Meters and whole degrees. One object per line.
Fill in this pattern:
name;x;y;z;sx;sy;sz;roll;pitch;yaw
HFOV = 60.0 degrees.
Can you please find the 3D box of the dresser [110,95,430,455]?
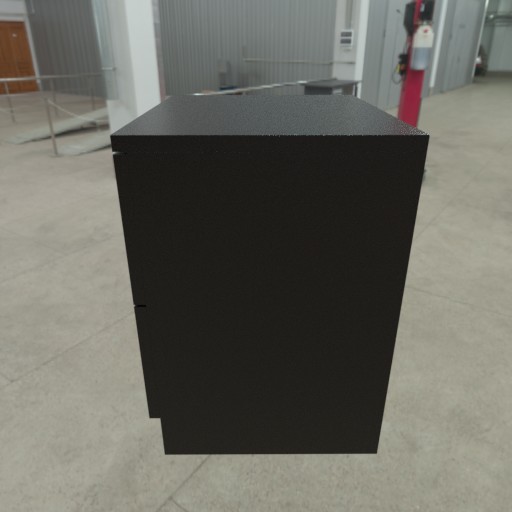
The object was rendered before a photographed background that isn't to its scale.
dresser;0.000;0.000;0.742;0.360;0.470;0.400;0;26;0
